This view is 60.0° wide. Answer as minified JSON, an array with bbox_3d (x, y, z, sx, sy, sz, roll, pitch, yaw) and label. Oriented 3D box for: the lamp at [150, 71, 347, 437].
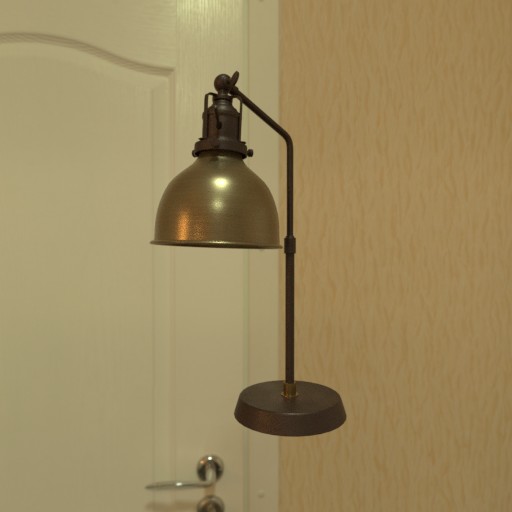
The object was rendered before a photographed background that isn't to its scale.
[{"bbox_3d":[0.000,0.000,0.611,0.298,0.469,0.175,-1,1,-37],"label":"lamp"}]
